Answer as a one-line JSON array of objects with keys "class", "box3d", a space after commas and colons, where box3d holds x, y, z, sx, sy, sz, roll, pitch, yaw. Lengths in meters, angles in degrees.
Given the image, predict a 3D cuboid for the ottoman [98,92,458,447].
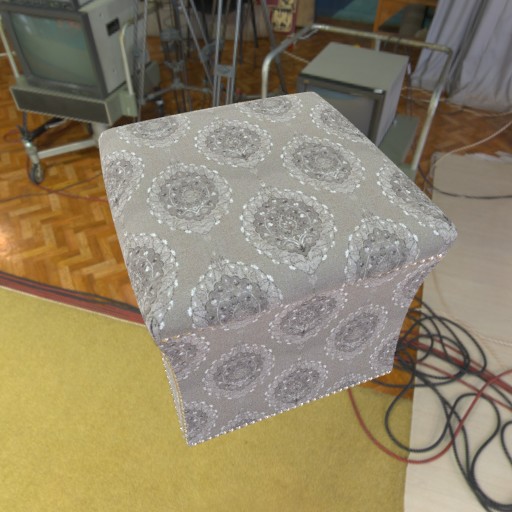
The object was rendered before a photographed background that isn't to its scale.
[{"class": "ottoman", "box3d": [0.000, 0.000, 0.908, 0.497, 0.473, 0.507, -15, 48, -14]}]
